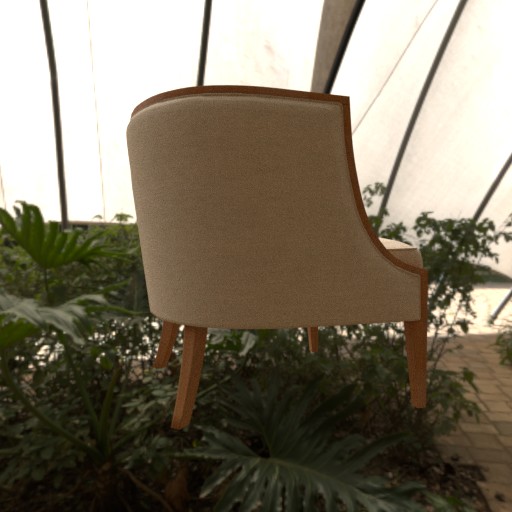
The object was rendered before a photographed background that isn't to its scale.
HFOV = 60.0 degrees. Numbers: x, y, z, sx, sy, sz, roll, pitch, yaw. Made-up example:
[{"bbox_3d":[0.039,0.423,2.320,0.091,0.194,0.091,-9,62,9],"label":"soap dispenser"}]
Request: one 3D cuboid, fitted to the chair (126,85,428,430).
[{"bbox_3d":[0.000,0.000,1.353,0.757,0.775,0.711,0,1,-17],"label":"chair"}]
